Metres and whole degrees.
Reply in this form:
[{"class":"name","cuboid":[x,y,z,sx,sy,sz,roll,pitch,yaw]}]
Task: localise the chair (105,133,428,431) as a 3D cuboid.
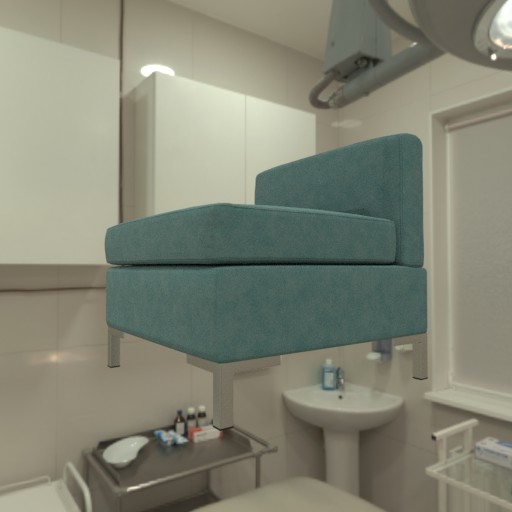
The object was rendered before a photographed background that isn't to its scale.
[{"class":"chair","cuboid":[0.000,0.000,1.263,0.685,0.660,0.684,1,-2,-36]}]
